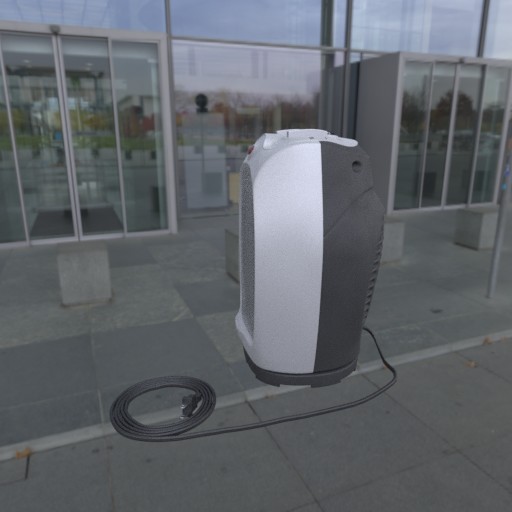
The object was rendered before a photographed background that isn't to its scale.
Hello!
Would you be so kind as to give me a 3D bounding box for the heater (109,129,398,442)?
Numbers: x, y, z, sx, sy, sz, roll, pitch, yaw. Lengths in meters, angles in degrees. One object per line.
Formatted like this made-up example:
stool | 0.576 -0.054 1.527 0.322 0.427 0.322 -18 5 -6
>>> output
heater | 0.000 0.000 0.462 0.291 0.255 0.239 -2 16 -7
